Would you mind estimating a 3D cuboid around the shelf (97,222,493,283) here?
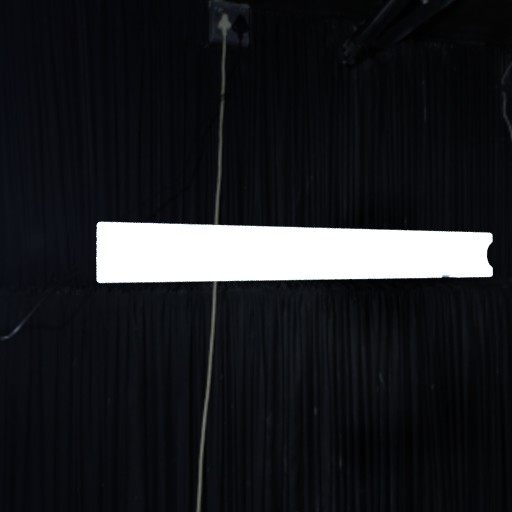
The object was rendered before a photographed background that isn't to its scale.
[{"bbox_3d":[0.000,0.000,0.441,0.296,0.035,0.296,0,-1,-19],"label":"shelf"}]
